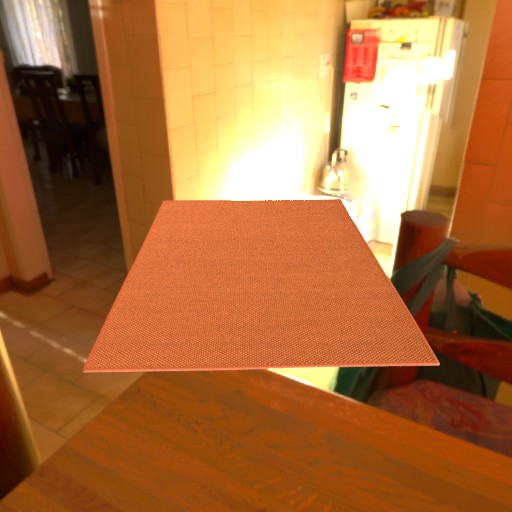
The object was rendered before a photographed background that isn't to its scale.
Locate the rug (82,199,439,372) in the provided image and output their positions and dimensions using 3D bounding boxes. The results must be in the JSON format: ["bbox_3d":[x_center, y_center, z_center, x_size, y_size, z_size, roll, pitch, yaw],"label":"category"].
[{"bbox_3d":[0.000,0.000,2.825,1.524,0.013,2.134,-1,27,-1],"label":"rug"}]
